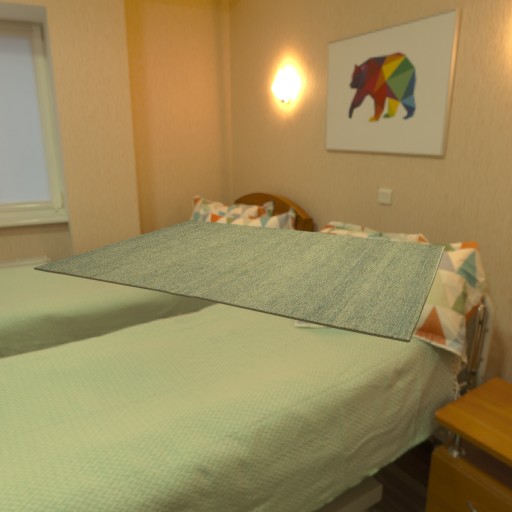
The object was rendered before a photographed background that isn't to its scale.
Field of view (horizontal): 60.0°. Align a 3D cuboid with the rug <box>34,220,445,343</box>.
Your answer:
[{"bbox_3d":[0.000,0.000,4.307,3.237,0.046,2.461,8,17,26],"label":"rug"}]
